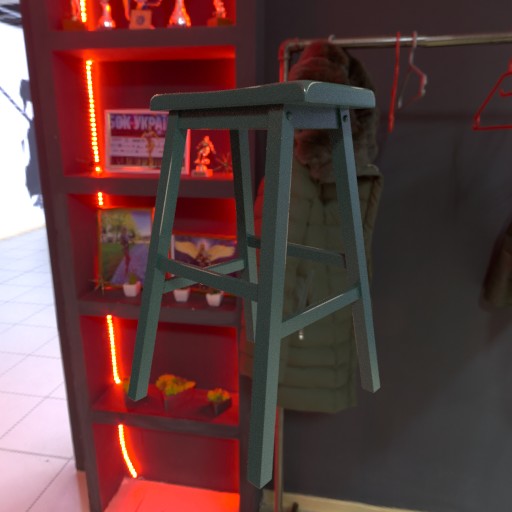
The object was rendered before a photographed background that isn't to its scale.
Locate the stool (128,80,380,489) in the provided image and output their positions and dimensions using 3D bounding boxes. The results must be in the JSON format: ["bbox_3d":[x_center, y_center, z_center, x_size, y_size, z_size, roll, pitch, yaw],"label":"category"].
[{"bbox_3d":[0.000,0.000,1.059,0.457,0.737,0.476,14,20,41],"label":"stool"}]
